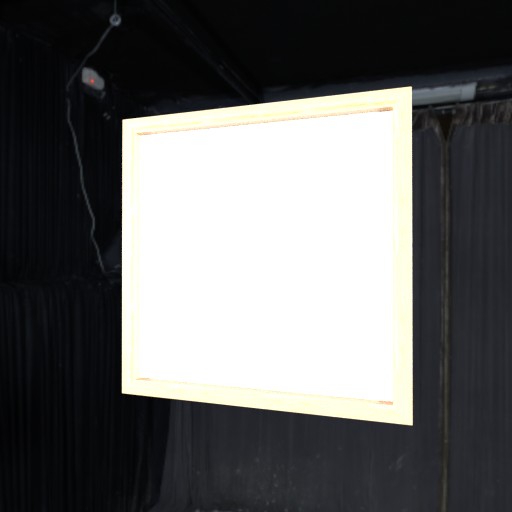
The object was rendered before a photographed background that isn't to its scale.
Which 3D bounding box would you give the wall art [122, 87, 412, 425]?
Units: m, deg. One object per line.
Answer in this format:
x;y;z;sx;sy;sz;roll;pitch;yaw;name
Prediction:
0.000;0.000;0.457;0.303;0.303;0.028;0;0;18;wall art
